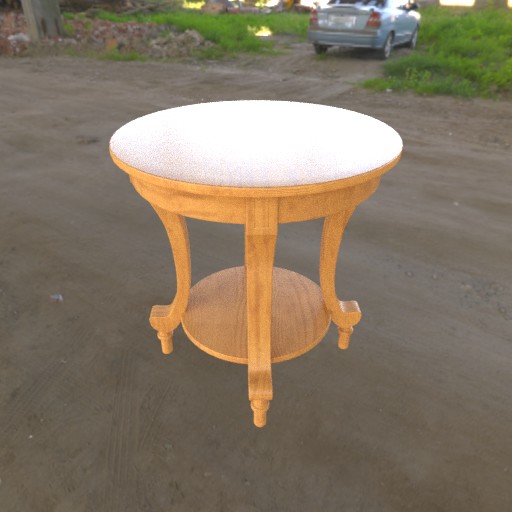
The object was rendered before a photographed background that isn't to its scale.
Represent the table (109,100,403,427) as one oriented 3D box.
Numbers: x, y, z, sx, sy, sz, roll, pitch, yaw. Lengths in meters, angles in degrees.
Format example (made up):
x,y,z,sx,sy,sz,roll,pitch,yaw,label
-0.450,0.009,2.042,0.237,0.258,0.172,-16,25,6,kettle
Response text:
x,y,z,sx,sy,sz,roll,pitch,yaw,label
0.000,0.000,1.094,0.597,0.612,0.597,0,32,0,table
